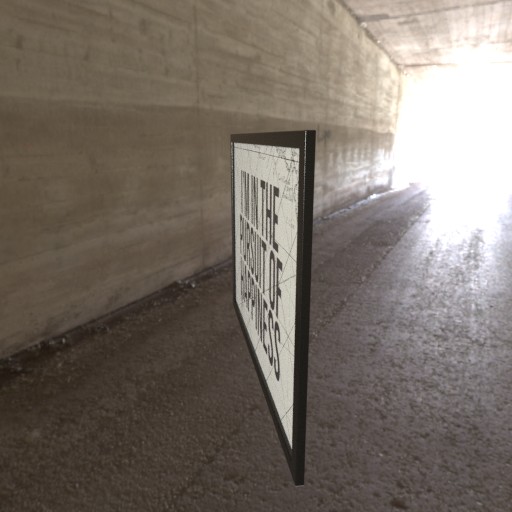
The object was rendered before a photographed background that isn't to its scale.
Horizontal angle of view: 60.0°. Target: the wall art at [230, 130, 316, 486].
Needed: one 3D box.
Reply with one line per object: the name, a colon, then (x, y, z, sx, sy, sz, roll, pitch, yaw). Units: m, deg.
wall art: (0.000, 0.000, 1.032, 0.015, 0.552, 0.819, -3, 15, -10)
